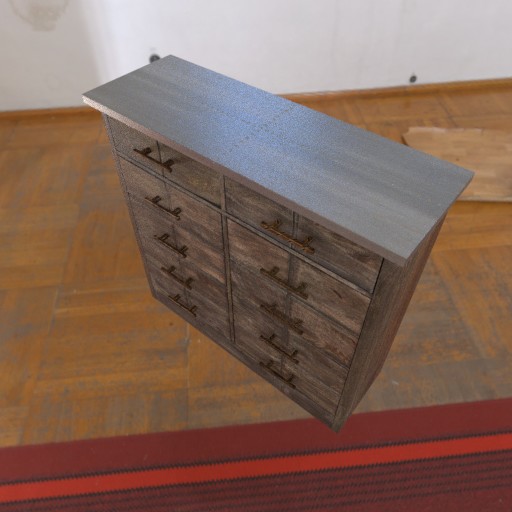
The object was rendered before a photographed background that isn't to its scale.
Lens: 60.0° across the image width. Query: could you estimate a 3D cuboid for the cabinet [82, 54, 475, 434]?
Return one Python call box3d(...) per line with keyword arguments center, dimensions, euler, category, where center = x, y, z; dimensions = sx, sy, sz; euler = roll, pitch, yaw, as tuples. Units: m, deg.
box3d(center=(0.000, 0.000, 1.429), dimensions=(0.968, 0.919, 0.338), euler=(31, 54, 25), category="cabinet")
